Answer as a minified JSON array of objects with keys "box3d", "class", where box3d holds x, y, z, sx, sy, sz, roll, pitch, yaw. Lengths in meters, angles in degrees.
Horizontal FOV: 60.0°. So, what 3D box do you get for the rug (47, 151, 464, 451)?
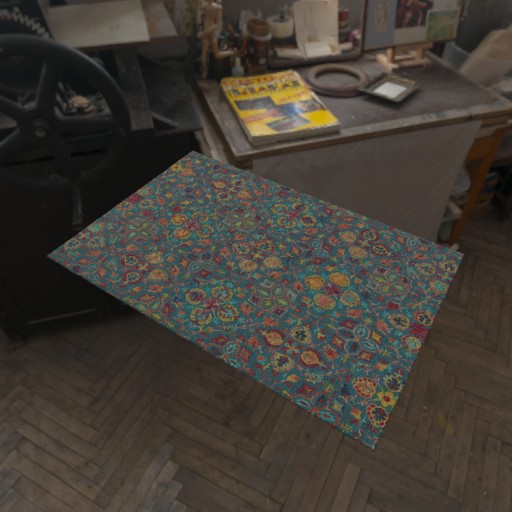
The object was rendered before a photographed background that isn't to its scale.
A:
[{"box3d":[0.000,0.000,2.335,1.836,0.014,1.216,25,50,23],"class":"rug"}]
